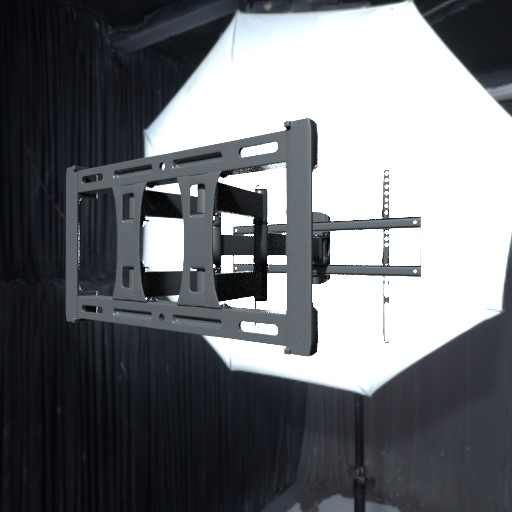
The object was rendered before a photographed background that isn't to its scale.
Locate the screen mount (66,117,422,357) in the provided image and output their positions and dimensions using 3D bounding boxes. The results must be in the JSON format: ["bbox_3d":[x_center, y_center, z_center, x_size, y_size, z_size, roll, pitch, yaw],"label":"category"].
[{"bbox_3d":[0.000,0.000,1.117,0.661,0.491,0.644,0,0,36],"label":"screen mount"}]
